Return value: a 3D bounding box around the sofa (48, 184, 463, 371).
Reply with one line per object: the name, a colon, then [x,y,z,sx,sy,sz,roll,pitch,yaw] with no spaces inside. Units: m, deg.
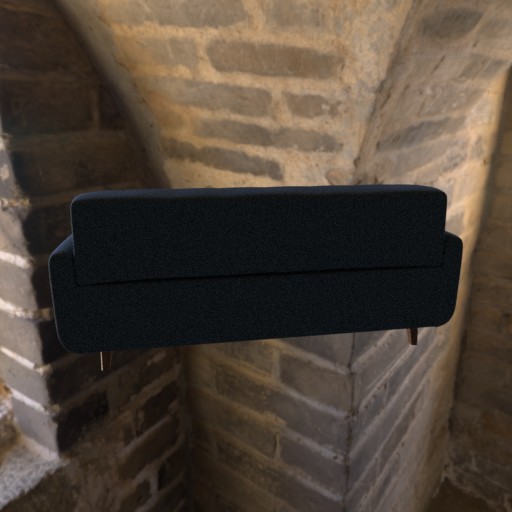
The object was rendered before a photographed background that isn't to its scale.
sofa: [0.000,0.000,2.621,2.055,0.884,0.942,-3,16,-9]
